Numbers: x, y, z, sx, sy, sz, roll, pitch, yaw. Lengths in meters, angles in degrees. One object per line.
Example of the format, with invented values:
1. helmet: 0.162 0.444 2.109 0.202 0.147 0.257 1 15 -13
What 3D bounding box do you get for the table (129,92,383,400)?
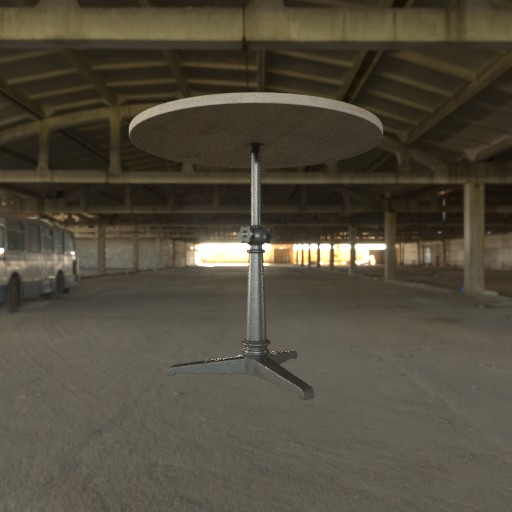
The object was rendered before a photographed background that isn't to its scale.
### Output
1. table: 0.000 0.000 1.454 0.800 0.780 0.800 0 0 0
